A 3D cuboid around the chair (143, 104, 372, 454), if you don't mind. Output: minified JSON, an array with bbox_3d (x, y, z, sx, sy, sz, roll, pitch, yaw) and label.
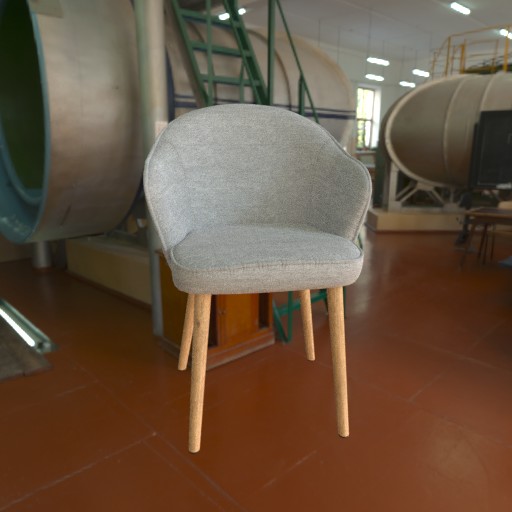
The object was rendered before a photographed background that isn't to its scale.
[{"bbox_3d":[0.000,0.000,1.165,0.540,0.800,0.530,-2,14,-9],"label":"chair"}]
